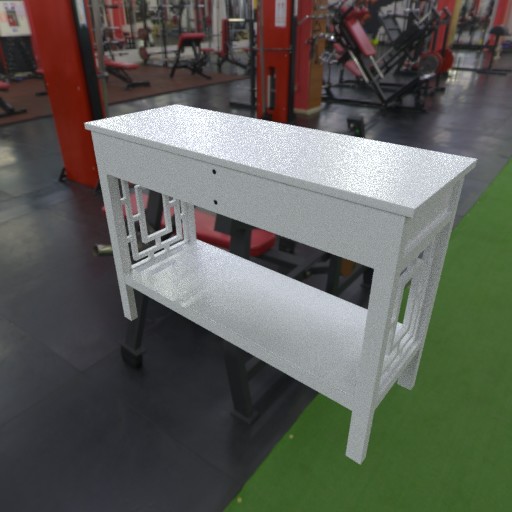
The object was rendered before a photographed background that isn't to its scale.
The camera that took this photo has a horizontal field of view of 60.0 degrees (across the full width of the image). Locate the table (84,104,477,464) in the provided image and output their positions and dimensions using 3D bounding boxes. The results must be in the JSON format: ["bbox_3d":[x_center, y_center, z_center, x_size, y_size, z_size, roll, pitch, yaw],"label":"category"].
[{"bbox_3d":[0.000,0.000,1.417,1.068,0.753,0.397,22,36,33],"label":"table"}]
